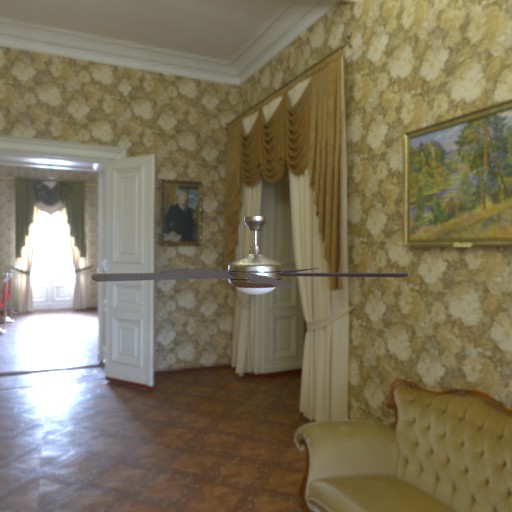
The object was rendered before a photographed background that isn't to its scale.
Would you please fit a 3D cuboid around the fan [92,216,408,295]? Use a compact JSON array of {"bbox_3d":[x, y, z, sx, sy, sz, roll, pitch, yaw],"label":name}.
[{"bbox_3d":[0.000,0.000,2.032,1.321,0.356,1.321,0,0,19],"label":"fan"}]
